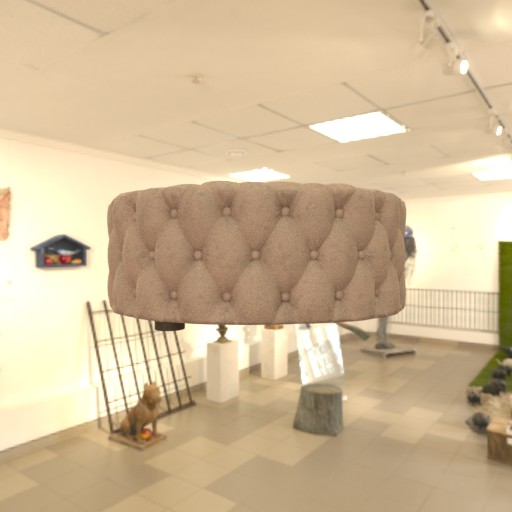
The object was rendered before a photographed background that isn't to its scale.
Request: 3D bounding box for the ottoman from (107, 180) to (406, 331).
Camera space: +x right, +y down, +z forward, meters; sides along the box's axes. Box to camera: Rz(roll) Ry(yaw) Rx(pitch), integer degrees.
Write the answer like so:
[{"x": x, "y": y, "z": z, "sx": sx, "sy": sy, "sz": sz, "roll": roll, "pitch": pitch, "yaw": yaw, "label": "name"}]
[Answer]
[{"x": 0.000, "y": 0.000, "z": 1.545, "sx": 0.998, "sy": 0.399, "sz": 0.998, "roll": 0, "pitch": 0, "yaw": 0, "label": "ottoman"}]
